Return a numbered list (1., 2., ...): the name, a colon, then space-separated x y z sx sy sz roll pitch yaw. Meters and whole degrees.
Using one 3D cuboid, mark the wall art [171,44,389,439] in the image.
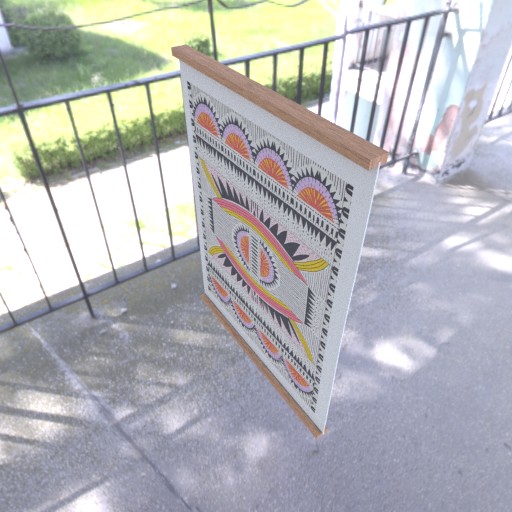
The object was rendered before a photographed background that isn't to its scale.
1. wall art: 0.000 0.000 0.804 0.028 0.609 0.456 -25 47 -25
